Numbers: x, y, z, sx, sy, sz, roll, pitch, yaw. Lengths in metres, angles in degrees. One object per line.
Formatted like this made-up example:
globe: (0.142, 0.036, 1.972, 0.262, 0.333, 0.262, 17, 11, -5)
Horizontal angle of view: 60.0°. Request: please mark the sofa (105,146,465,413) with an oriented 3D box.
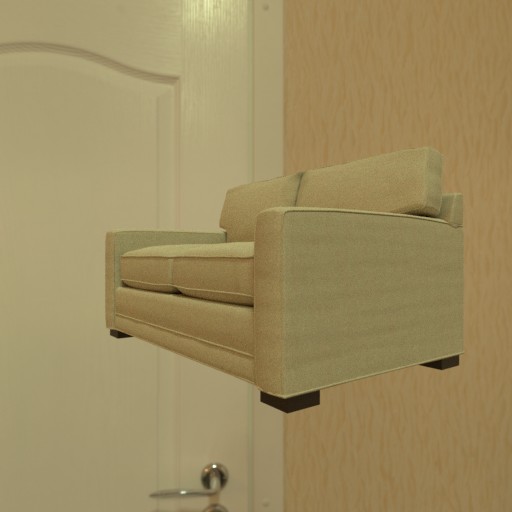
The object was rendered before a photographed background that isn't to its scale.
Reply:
sofa: (0.000, 0.000, 2.047, 0.942, 0.853, 1.484, 0, 0, -36)
